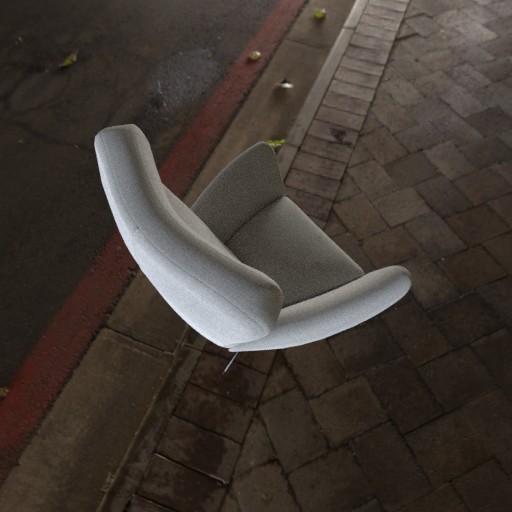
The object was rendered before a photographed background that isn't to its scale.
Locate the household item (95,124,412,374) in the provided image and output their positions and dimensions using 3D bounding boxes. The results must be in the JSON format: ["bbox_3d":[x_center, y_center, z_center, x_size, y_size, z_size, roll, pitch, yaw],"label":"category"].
[{"bbox_3d":[0.000,0.000,1.825,0.900,1.050,0.980,-32,62,-19],"label":"household item"}]
